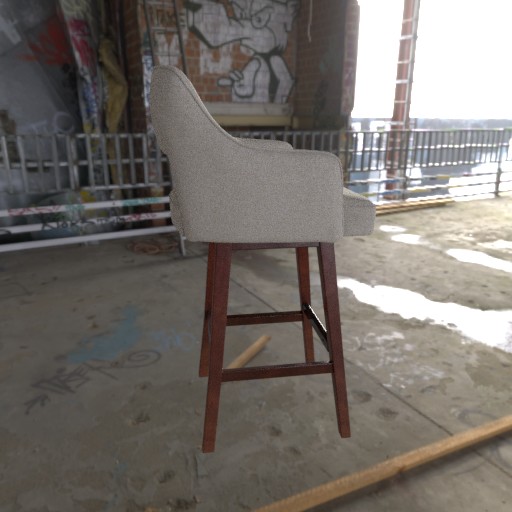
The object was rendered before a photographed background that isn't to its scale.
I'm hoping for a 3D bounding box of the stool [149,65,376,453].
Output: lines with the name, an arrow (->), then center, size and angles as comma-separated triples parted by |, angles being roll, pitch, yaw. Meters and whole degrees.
stool -> 0.000, 0.000, 1.339 | 0.560, 1.041, 0.550 | -3, 17, -8
